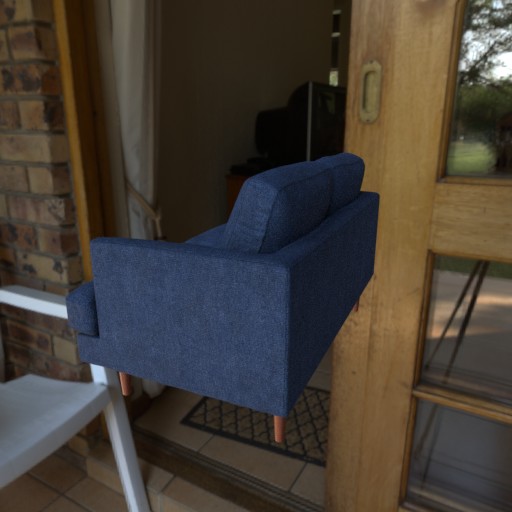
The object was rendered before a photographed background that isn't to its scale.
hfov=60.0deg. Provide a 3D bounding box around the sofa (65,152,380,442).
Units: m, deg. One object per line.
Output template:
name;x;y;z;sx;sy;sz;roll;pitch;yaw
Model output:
sofa;0.000;0.000;2.163;0.903;0.944;1.582;7;18;23
